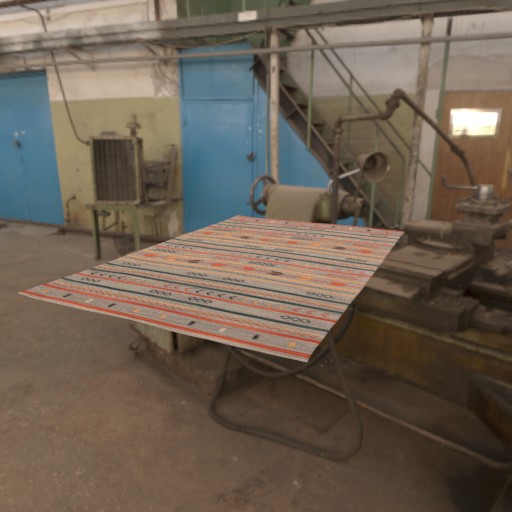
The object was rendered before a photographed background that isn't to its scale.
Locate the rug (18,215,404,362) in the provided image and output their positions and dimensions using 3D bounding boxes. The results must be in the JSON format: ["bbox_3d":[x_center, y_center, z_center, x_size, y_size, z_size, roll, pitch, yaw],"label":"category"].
[{"bbox_3d":[0.000,0.000,2.297,1.220,0.017,1.835,8,18,25],"label":"rug"}]
